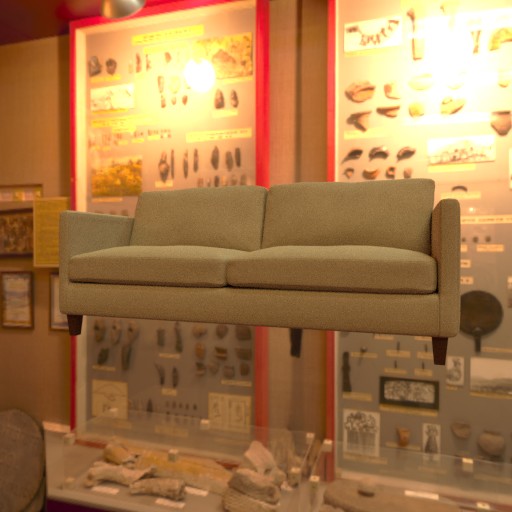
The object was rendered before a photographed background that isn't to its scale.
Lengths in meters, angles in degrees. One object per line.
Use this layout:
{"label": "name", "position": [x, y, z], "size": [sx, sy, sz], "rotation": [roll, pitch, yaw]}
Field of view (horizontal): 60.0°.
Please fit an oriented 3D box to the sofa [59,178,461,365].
{"label": "sofa", "position": [0.000, 0.000, 2.676], "size": [2.181, 0.932, 0.948], "rotation": [0, 1, 19]}
